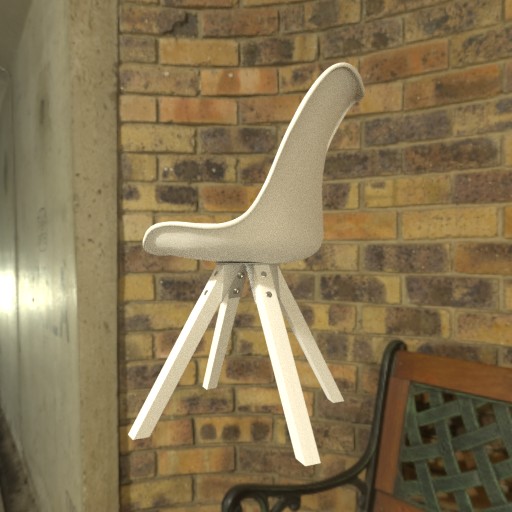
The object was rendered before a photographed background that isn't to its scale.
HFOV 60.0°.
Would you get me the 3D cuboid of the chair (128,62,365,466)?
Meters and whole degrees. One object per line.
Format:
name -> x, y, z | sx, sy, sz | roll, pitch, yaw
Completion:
chair -> 0.000, 0.000, 1.158 | 0.550, 0.850, 0.485 | 0, 0, 18
